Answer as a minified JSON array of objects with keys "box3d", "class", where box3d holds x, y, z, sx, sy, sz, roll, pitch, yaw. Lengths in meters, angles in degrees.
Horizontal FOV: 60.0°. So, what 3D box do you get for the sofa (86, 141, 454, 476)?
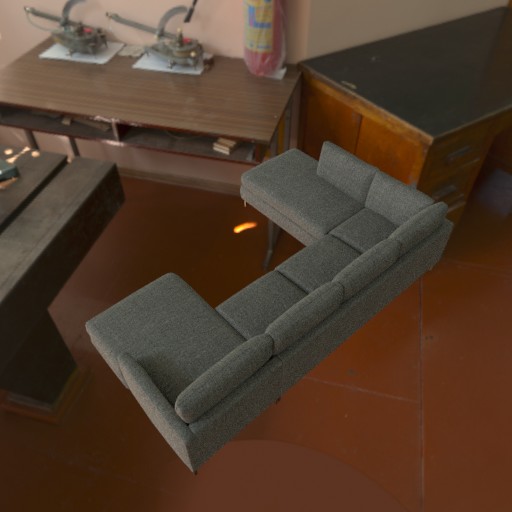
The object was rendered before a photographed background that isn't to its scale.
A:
[{"box3d":[0.000,0.000,3.604,2.737,0.756,1.879,-32,54,-27],"class":"sofa"}]
